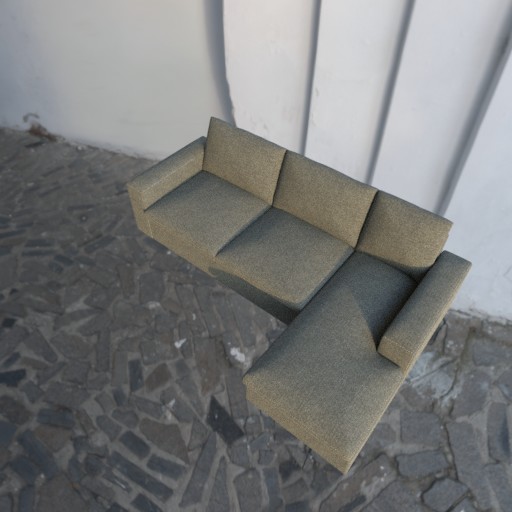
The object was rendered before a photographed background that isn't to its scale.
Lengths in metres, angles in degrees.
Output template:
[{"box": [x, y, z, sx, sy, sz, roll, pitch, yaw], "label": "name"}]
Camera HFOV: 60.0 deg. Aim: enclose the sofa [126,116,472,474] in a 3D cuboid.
[{"box": [0.000, 0.000, 3.462, 2.718, 0.940, 1.689, 30, 54, 25], "label": "sofa"}]
